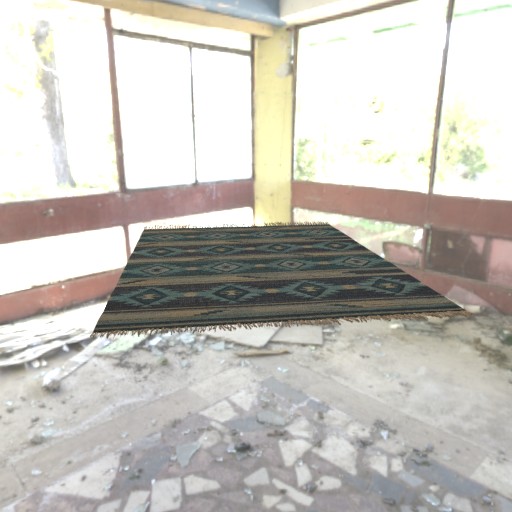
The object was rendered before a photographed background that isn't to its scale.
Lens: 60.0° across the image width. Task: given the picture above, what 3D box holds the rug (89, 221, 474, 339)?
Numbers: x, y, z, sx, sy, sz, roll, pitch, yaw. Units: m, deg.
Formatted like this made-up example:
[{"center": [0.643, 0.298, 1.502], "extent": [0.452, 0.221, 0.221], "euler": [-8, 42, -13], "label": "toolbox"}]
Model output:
[{"center": [0.000, 0.000, 4.266], "extent": [2.418, 0.047, 3.307], "euler": [-2, 15, -8], "label": "rug"}]
